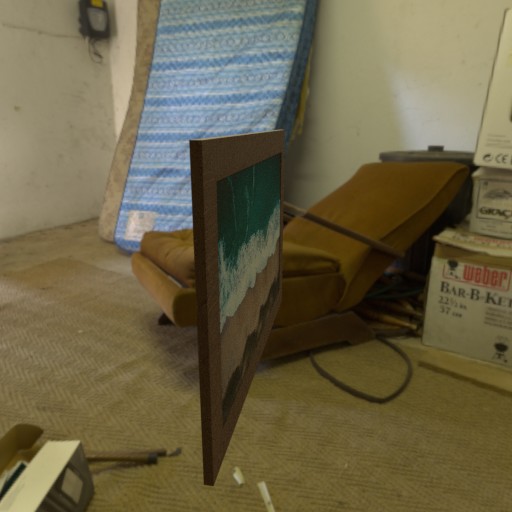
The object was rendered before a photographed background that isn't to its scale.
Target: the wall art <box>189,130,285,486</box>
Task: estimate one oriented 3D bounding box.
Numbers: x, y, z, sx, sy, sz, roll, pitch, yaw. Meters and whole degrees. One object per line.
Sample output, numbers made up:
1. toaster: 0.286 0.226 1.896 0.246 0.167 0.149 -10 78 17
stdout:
1. wall art: 0.000 0.000 1.170 0.019 0.626 0.917 3 17 11
